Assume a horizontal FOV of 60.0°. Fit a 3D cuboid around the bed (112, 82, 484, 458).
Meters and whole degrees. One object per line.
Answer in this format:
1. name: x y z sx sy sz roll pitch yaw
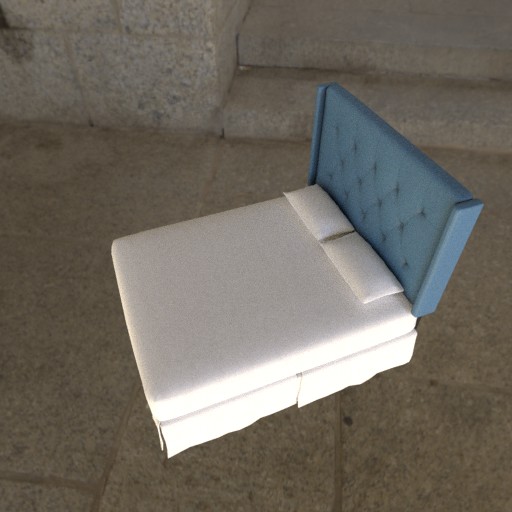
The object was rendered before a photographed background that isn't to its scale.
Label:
1. bed: 0.000 0.000 3.313 2.078 1.665 1.719 -16 47 -15
